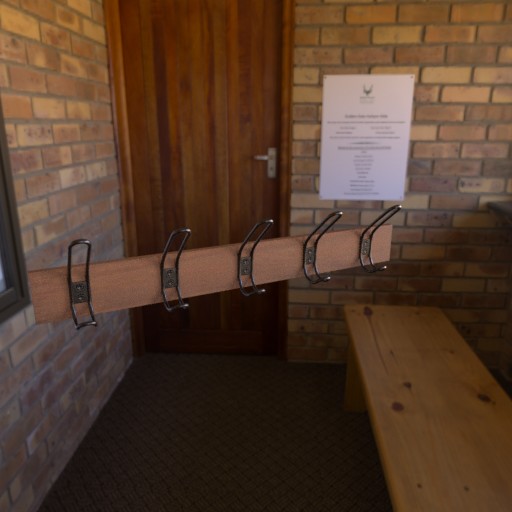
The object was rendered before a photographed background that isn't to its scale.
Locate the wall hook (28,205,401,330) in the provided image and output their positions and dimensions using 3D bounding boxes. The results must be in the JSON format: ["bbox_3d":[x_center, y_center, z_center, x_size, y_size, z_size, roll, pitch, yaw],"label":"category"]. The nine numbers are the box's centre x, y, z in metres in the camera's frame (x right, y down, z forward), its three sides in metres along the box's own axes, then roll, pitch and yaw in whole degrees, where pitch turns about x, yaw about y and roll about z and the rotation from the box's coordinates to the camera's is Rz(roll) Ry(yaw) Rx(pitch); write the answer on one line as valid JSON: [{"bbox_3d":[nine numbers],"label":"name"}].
[{"bbox_3d":[0.000,0.000,0.606,0.554,0.116,0.076,-8,18,-27],"label":"wall hook"}]
